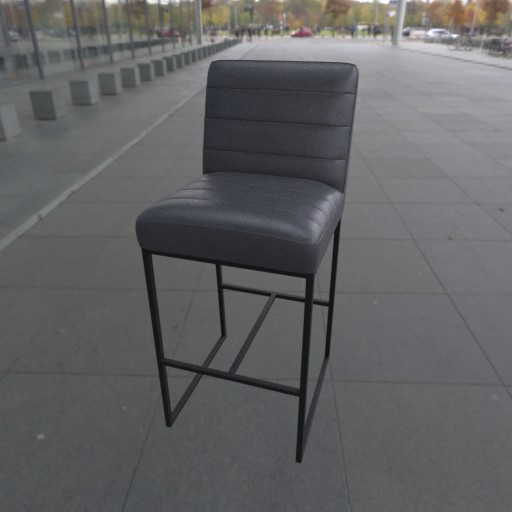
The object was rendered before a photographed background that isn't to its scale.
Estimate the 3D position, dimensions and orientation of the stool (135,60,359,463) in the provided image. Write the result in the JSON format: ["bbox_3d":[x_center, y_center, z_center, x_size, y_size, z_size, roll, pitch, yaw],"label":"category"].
[{"bbox_3d":[0.000,0.000,1.318,0.457,1.040,0.552,8,28,16],"label":"stool"}]
